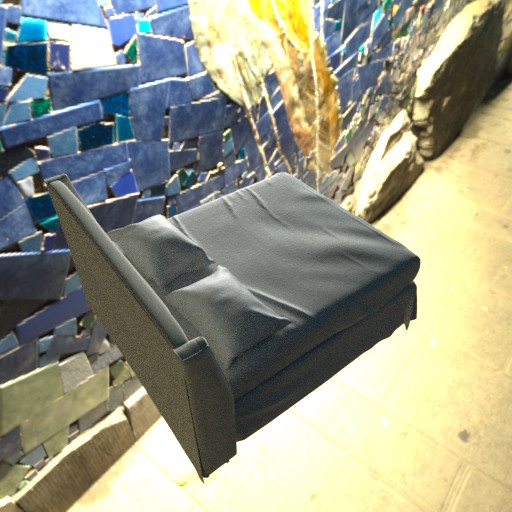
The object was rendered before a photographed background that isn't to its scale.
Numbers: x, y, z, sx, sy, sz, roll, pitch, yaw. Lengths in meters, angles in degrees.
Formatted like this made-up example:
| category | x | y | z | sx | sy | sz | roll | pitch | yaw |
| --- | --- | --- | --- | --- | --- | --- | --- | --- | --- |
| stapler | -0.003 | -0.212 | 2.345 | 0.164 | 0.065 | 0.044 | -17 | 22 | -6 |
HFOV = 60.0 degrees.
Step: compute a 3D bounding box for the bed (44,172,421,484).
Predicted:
| category | x | y | z | sx | sy | sz | roll | pitch | yaw |
| --- | --- | --- | --- | --- | --- | --- | --- | --- | --- |
| bed | 0.000 | 0.000 | 3.422 | 2.276 | 1.332 | 1.925 | -27 | 48 | -27 |
